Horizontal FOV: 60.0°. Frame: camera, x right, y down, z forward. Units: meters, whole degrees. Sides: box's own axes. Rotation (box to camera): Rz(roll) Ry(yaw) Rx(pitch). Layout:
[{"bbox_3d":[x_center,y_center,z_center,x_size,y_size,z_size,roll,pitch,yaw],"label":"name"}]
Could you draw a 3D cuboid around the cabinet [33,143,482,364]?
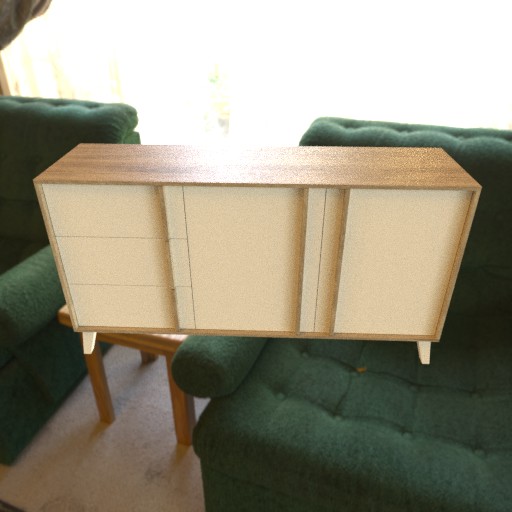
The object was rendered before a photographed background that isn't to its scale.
[{"bbox_3d":[0.000,0.000,1.993,1.600,0.870,0.450,1,31,2],"label":"cabinet"}]
